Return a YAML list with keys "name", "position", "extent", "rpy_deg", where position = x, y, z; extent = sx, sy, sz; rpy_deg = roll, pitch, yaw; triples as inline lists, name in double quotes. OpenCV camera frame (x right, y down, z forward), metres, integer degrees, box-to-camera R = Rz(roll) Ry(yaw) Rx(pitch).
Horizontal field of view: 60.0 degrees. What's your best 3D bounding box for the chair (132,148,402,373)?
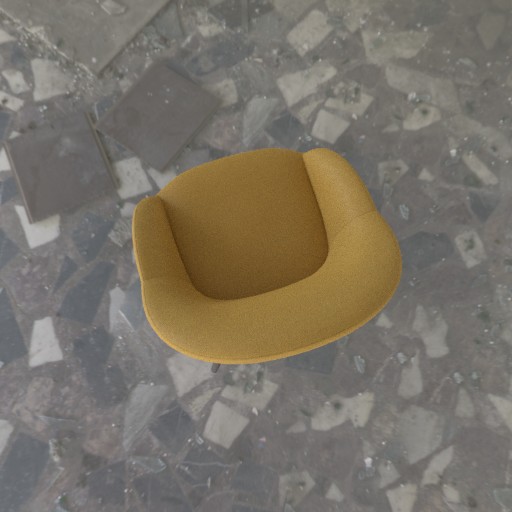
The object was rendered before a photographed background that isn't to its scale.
- name: "chair"
  position: [0.000, 0.000, 1.207]
  extent: [0.551, 0.793, 0.583]
  rpy_deg: [-17, 75, -5]
